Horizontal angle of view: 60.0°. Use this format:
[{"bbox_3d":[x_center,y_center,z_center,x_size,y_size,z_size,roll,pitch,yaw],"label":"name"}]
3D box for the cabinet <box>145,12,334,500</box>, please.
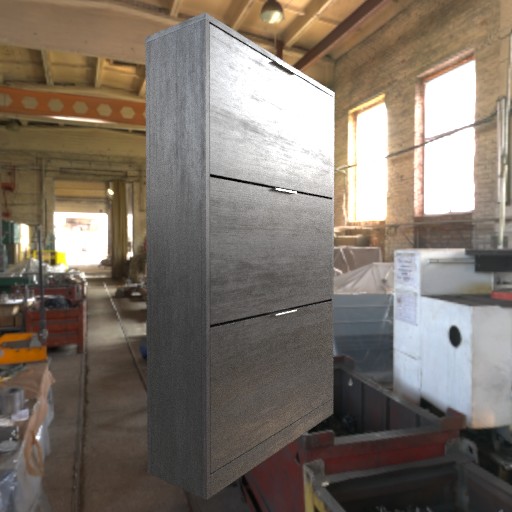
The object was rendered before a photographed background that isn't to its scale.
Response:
[{"bbox_3d":[0.000,0.000,1.531,0.250,1.280,0.750,1,2,36],"label":"cabinet"}]
